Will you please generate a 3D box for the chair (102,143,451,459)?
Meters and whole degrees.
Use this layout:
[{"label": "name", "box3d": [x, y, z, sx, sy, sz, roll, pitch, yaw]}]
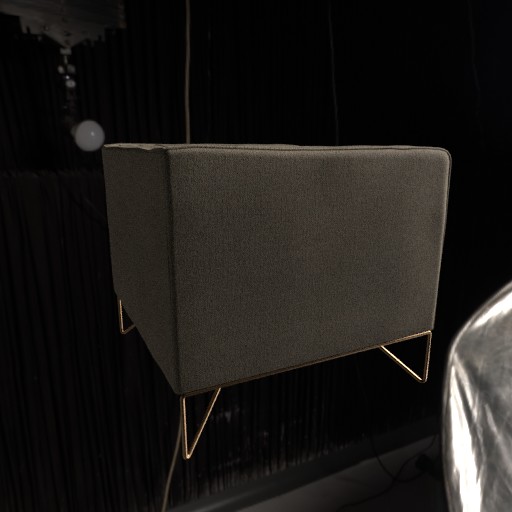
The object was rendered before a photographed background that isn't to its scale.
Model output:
[{"label": "chair", "box3d": [0.000, 0.000, 1.624, 0.912, 0.799, 0.920, -7, 16, -26]}]
